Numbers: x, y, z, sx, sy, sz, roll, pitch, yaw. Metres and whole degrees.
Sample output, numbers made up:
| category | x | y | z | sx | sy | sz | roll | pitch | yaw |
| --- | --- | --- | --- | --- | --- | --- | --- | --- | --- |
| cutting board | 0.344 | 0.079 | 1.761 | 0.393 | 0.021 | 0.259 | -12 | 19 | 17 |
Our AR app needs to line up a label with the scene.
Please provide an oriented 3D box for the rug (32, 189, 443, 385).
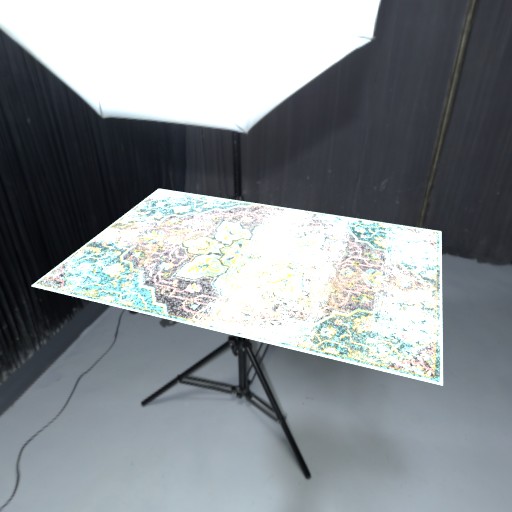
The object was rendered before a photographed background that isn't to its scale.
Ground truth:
| category | x | y | z | sx | sy | sz | roll | pitch | yaw |
| --- | --- | --- | --- | --- | --- | --- | --- | --- | --- |
| rug | 0.000 | 0.000 | 2.955 | 2.363 | 0.004 | 1.566 | 11 | 34 | 17 |
